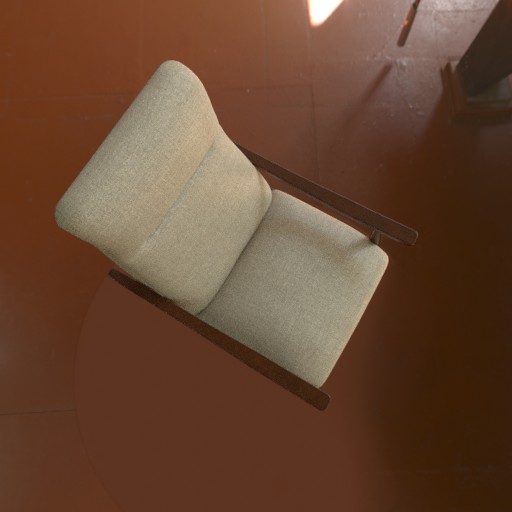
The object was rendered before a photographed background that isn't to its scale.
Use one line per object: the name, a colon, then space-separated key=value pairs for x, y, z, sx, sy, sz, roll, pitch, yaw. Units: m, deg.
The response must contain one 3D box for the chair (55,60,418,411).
chair: x=0.000 y=0.000 z=1.769 sx=1.014 sy=1.082 sz=0.762 roll=30 pitch=78 yaw=7
